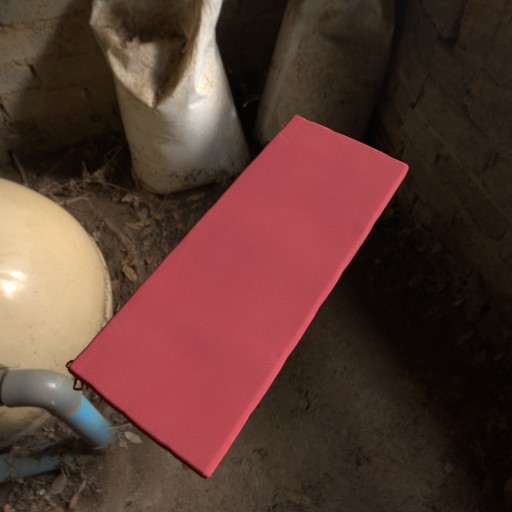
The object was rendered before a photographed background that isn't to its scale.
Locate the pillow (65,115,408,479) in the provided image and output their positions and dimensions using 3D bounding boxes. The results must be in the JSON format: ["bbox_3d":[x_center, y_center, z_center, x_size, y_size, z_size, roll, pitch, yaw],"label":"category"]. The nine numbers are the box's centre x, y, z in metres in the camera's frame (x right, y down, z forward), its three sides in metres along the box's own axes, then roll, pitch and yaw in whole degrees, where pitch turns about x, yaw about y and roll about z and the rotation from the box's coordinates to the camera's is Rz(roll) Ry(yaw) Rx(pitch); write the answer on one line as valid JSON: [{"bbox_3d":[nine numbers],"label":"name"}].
[{"bbox_3d":[0.000,0.000,1.344,0.492,0.081,1.187,30,64,17],"label":"pillow"}]
